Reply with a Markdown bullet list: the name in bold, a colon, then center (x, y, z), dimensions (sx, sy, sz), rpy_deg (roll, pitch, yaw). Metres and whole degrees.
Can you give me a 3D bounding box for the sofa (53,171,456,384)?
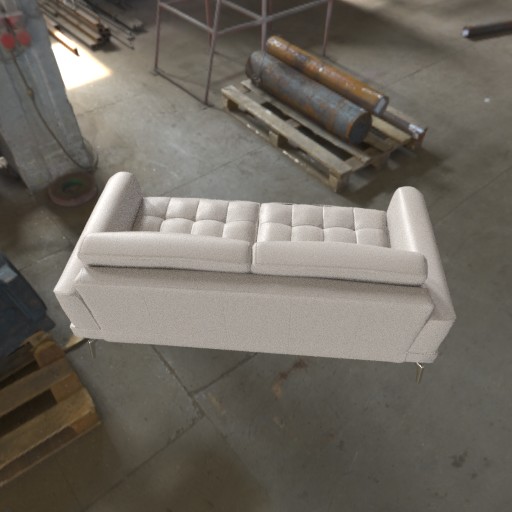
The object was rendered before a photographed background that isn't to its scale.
- **sofa**: center (0.000, 0.000, 2.776), dimensions (2.177, 0.930, 1.121), rpy_deg (4, 48, 3)
